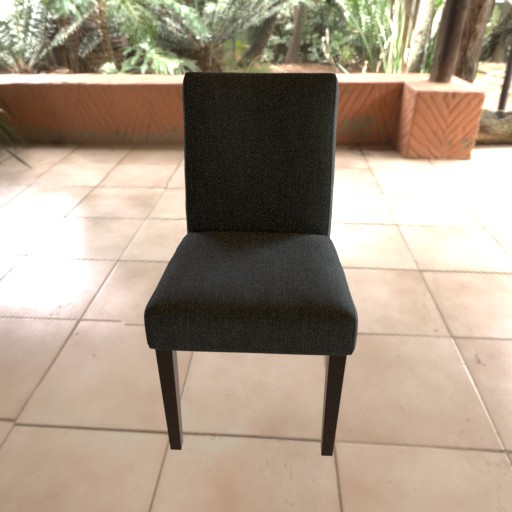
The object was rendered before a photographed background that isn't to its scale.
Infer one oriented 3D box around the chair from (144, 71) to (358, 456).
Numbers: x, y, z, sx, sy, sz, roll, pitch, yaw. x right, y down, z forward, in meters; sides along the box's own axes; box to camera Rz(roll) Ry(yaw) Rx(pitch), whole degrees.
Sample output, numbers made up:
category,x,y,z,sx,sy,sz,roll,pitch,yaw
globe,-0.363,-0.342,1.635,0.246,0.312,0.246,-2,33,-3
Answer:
category,x,y,z,sx,sy,sz,roll,pitch,yaw
chair,0.000,0.000,1.234,0.487,0.884,0.629,1,30,2
